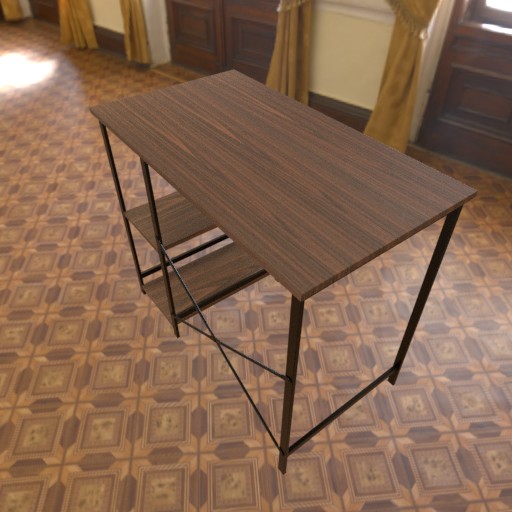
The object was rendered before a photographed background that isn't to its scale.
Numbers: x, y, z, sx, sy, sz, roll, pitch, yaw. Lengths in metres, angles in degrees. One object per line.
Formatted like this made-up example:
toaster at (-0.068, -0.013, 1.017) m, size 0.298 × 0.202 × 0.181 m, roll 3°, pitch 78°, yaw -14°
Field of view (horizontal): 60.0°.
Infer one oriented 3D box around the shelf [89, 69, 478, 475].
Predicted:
shelf at (0.000, 0.000, 1.346) m, size 0.498 × 0.750 × 0.902 m, roll -27°, pitch 49°, yaw -27°
